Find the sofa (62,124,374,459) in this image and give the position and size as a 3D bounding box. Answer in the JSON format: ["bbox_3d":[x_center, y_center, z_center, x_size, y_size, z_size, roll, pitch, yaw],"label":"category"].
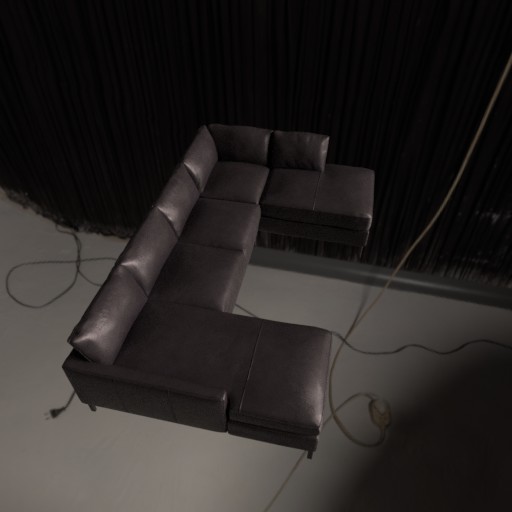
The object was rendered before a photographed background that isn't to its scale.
[{"bbox_3d":[0.000,0.000,3.857,1.939,0.900,2.956,9,45,9],"label":"sofa"}]
